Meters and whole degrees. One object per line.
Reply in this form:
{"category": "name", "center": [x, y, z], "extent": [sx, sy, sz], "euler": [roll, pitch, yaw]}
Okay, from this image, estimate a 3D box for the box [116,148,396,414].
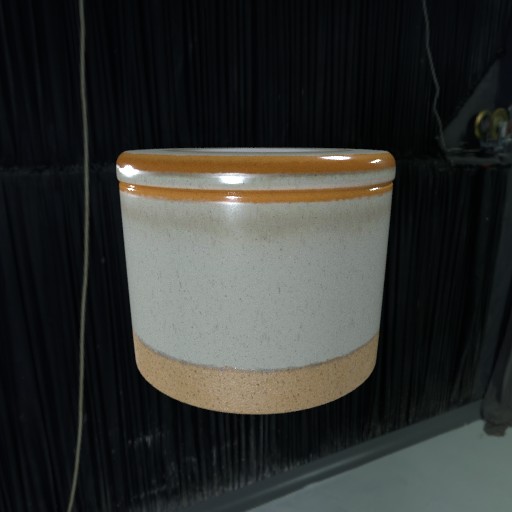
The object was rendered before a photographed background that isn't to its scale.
{"category": "box", "center": [0.000, 0.000, 0.215], "extent": [0.123, 0.100, 0.123], "euler": [0, 15, 0]}
